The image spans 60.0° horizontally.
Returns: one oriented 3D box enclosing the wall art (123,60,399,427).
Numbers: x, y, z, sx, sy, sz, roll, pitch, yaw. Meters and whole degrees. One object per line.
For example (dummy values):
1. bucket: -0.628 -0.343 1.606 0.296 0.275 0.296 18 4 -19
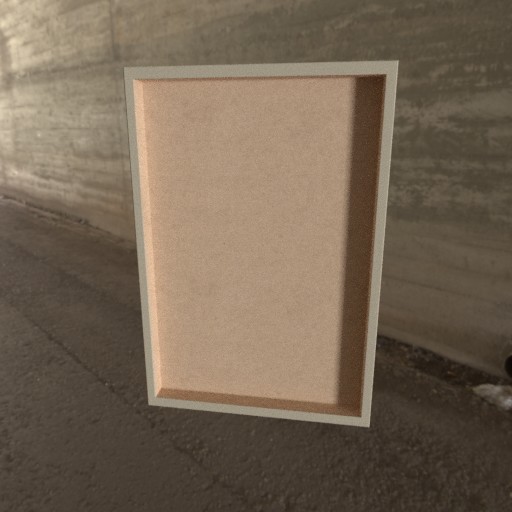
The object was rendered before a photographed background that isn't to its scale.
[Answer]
1. wall art: 0.000 0.000 0.764 0.418 0.608 0.038 3 16 9
